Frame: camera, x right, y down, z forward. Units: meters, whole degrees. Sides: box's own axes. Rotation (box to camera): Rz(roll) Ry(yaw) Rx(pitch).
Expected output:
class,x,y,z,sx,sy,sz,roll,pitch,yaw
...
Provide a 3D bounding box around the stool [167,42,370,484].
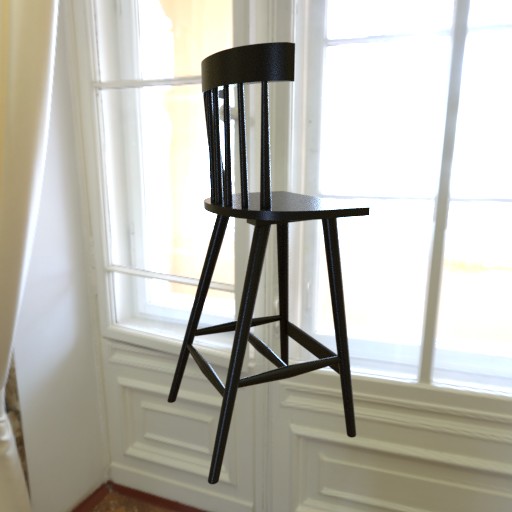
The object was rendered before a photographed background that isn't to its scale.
class,x,y,z,sx,sy,sz,roll,pitch,yaw
stool,0.000,0.000,1.331,0.483,1.092,0.482,-6,15,-25
